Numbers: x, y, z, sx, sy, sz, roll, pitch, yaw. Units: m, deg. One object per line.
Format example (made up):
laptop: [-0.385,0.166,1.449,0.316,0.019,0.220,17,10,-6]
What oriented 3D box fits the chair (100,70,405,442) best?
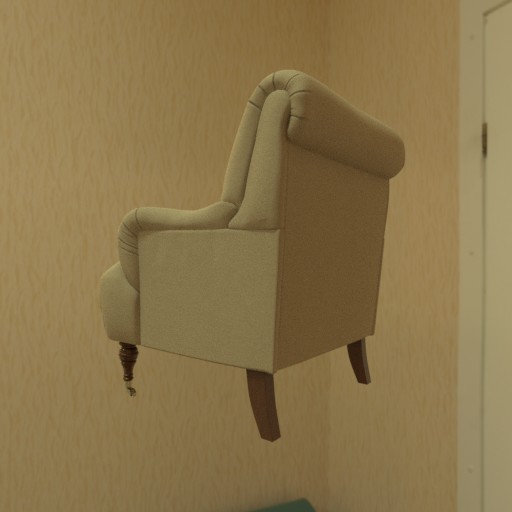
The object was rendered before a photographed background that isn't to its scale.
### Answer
chair: [0.000,0.000,1.560,0.842,0.942,0.766,0,0,36]
